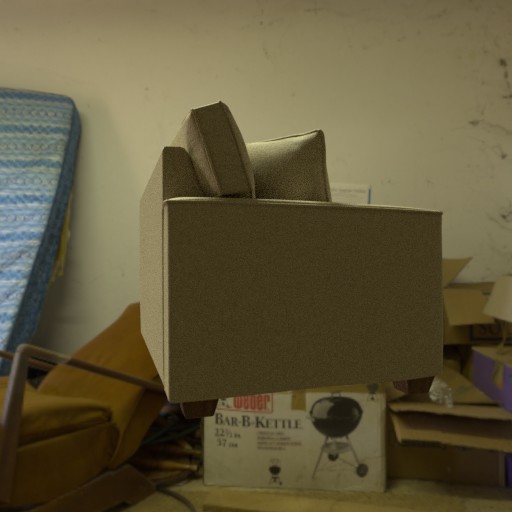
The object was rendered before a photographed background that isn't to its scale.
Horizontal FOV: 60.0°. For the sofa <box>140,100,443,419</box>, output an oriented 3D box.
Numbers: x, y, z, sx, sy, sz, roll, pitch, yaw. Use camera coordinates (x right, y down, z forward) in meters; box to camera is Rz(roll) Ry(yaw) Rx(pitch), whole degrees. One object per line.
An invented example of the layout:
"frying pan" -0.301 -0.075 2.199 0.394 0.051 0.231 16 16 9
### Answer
"sofa" 0.000 0.000 2.067 0.991 0.989 1.388 0 -1 -18
